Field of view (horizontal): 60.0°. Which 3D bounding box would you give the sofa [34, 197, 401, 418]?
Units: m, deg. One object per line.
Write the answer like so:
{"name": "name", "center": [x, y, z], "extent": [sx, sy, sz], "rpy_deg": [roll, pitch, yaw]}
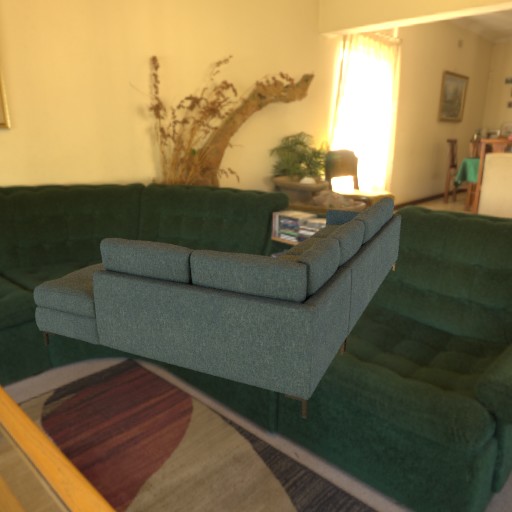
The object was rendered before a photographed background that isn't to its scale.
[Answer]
{"name": "sofa", "center": [0.000, 0.000, 3.867], "extent": [2.007, 0.815, 2.949], "rpy_deg": [7, 17, 25]}
